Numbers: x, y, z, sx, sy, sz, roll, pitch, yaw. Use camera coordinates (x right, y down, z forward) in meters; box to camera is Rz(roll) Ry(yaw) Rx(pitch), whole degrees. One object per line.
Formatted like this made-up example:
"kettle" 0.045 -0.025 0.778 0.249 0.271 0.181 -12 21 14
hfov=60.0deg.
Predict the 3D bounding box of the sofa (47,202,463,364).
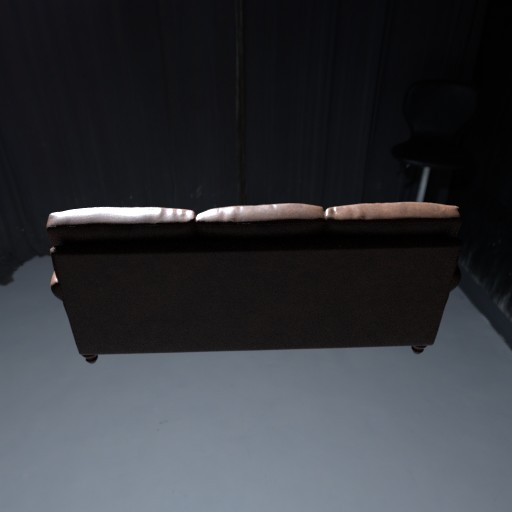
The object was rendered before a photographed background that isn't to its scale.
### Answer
"sofa" 0.000 0.000 2.872 2.351 0.977 0.973 -1 31 -2
